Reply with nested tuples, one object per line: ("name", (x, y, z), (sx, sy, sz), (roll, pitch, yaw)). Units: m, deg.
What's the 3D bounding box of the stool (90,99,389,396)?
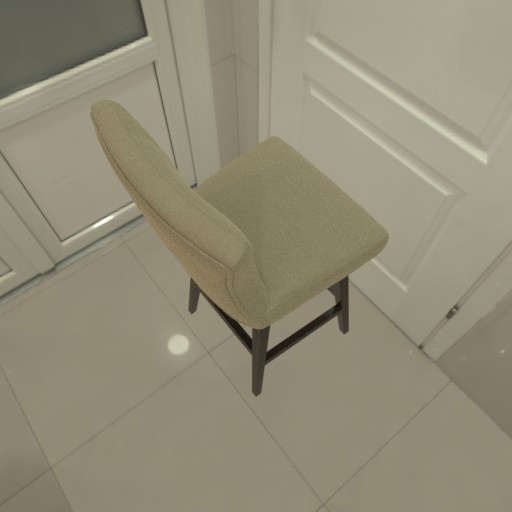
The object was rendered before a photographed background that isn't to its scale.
("stool", (0.000, 0.000, 1.359), (0.574, 1.086, 0.514), (-34, 64, -19))
